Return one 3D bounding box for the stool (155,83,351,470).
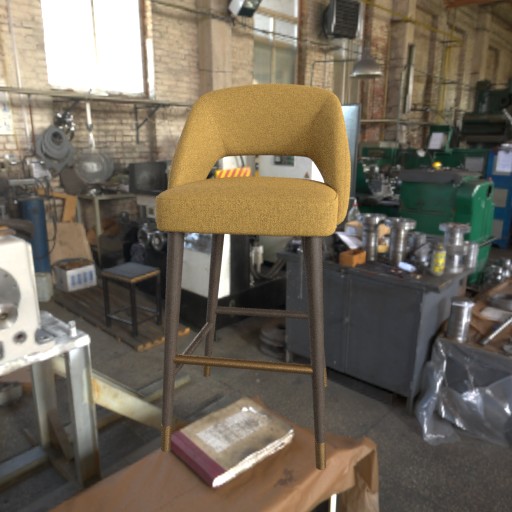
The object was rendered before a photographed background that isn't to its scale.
[{"bbox_3d":[0.000,0.000,1.337,0.536,1.032,0.522,2,15,9],"label":"stool"}]
